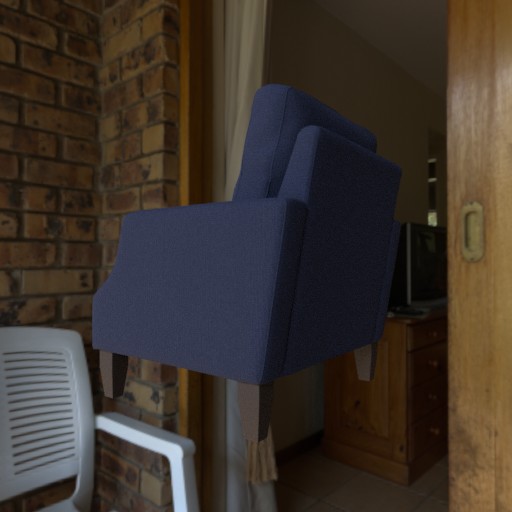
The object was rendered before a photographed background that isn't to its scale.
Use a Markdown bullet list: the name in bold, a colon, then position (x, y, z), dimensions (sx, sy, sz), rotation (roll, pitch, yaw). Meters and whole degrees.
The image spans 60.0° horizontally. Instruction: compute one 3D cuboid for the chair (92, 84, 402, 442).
- **chair**: position (0.000, 0.000, 1.662), dimensions (0.897, 0.991, 0.855), rotation (-1, -1, 37)
